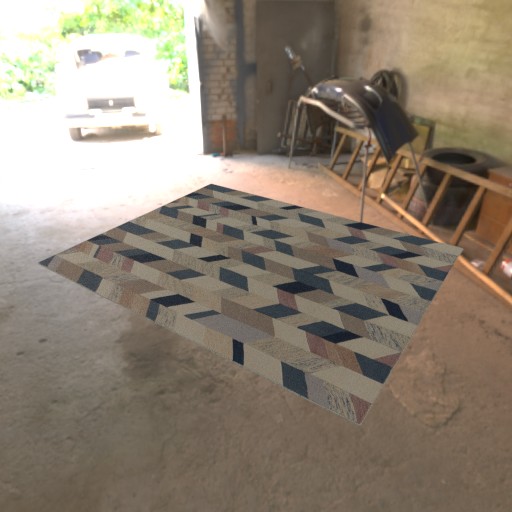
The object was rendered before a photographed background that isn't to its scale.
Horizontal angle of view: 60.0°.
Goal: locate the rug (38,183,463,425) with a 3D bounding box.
[{"bbox_3d":[0.000,0.000,4.058,3.072,0.011,2.451,19,35,30],"label":"rug"}]
